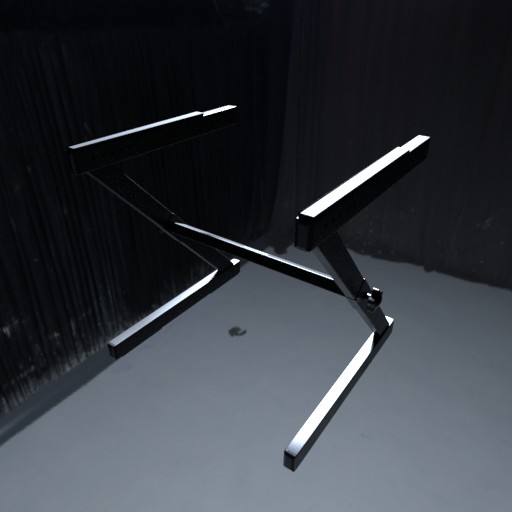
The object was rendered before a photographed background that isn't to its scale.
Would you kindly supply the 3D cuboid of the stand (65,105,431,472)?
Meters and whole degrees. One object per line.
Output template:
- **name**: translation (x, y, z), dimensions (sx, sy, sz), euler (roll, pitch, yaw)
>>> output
- **stand**: translation (0.000, 0.000, 1.175), dimensions (0.700, 0.617, 0.586), euler (20, 36, 30)
